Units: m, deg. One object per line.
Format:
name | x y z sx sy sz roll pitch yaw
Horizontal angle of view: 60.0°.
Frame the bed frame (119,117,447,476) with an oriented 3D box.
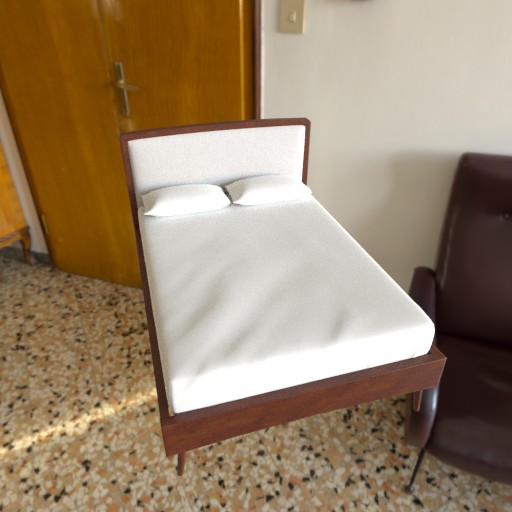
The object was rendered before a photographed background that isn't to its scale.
bed frame | 0.000 0.000 3.088 1.587 1.279 2.171 -9 33 -14
